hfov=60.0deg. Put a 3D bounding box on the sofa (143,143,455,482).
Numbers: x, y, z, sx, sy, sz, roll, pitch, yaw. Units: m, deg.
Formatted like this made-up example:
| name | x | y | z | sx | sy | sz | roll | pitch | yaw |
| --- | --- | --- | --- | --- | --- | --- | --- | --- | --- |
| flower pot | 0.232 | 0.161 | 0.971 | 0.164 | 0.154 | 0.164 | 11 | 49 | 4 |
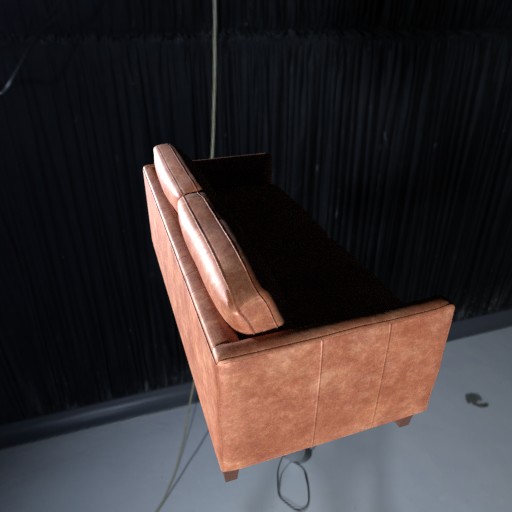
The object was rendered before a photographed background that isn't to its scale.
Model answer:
| name | x | y | z | sx | sy | sz | roll | pitch | yaw |
| --- | --- | --- | --- | --- | --- | --- | --- | --- | --- |
| sofa | 0.000 | 0.000 | 2.377 | 0.923 | 0.863 | 1.971 | -10 | 31 | -16 |
